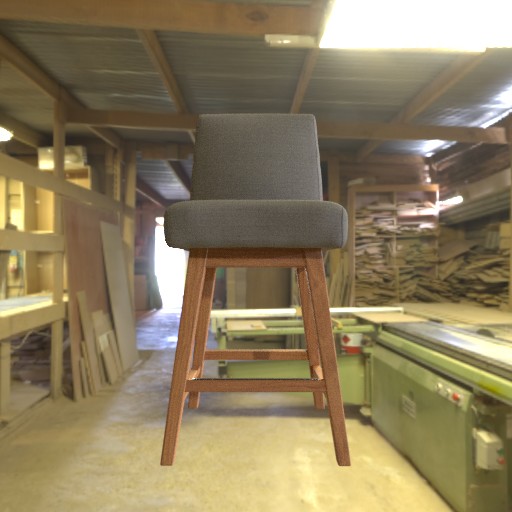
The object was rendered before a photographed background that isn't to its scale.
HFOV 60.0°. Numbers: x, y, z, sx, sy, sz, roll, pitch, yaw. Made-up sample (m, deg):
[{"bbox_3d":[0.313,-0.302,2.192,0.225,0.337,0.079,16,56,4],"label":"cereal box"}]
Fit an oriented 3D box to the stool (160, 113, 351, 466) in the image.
[{"bbox_3d":[0.000,0.000,1.320,0.459,1.019,0.570,0,-1,0],"label":"stool"}]
